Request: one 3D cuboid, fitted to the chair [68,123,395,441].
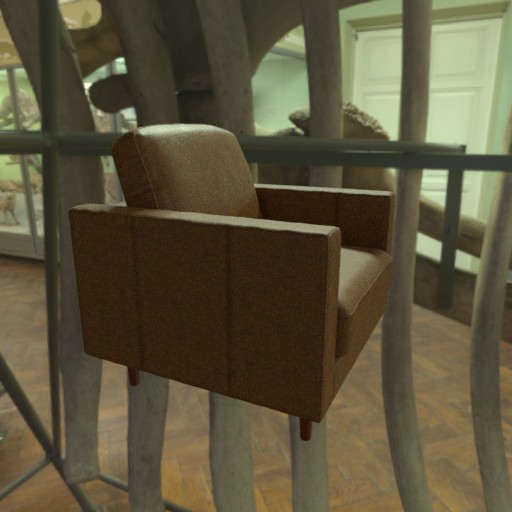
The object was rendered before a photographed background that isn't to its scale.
[{"bbox_3d":[0.000,0.000,1.660,0.909,0.956,0.890,8,17,26],"label":"chair"}]
